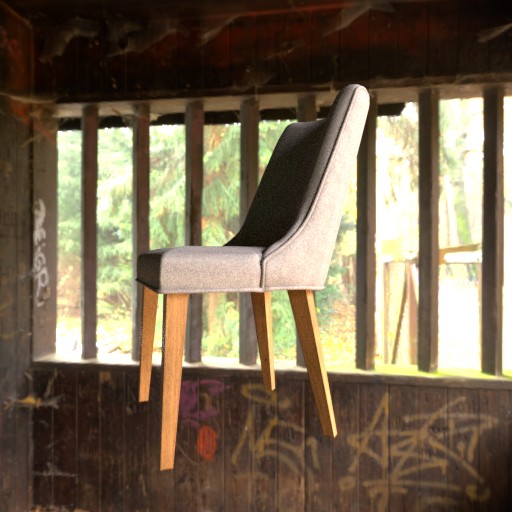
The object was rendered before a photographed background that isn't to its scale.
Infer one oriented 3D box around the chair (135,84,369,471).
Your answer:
[{"bbox_3d":[0.000,0.000,1.287,0.636,0.916,0.548,0,0,-20],"label":"chair"}]
